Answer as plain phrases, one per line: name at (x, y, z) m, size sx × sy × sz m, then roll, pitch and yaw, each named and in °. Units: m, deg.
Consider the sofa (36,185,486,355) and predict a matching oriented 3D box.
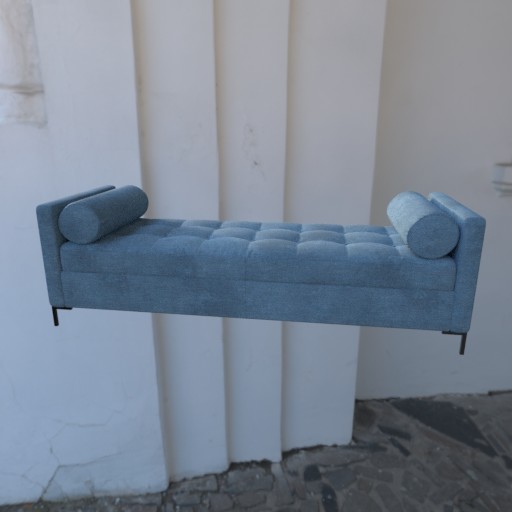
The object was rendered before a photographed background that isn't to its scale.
sofa at (0.000, 0.000, 2.324) m, size 1.981 × 0.635 × 0.686 m, roll 2°, pitch 17°, yaw 8°
